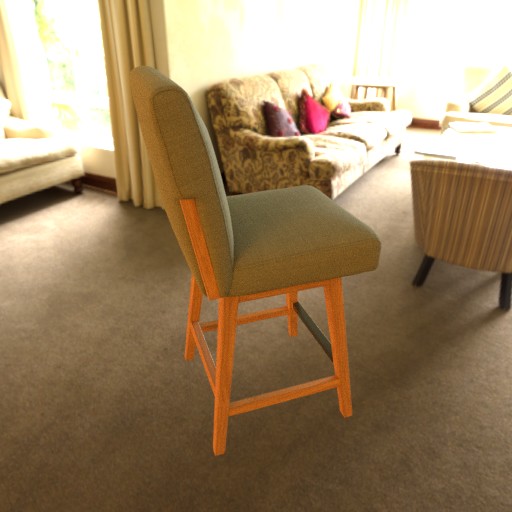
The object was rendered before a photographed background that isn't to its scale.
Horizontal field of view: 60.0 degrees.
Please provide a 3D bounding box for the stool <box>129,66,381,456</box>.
[{"bbox_3d":[0.000,0.000,1.297,0.570,1.019,0.459,-9,30,-17],"label":"stool"}]
